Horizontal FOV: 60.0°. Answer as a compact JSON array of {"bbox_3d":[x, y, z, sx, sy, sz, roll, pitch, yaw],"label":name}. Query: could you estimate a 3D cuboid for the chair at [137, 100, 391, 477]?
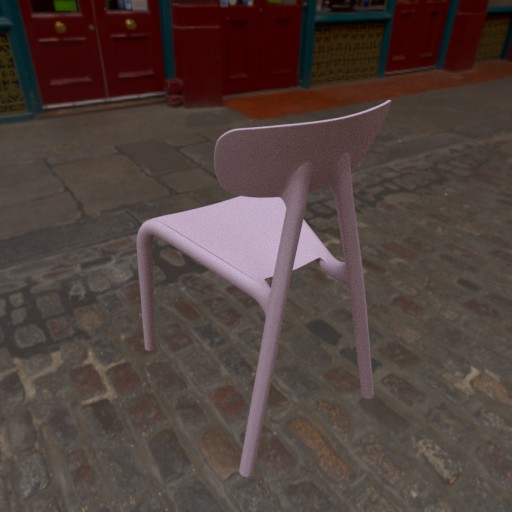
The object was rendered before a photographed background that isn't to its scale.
[{"bbox_3d":[0.000,0.000,0.815,0.356,0.580,0.401,-20,37,-28],"label":"chair"}]
